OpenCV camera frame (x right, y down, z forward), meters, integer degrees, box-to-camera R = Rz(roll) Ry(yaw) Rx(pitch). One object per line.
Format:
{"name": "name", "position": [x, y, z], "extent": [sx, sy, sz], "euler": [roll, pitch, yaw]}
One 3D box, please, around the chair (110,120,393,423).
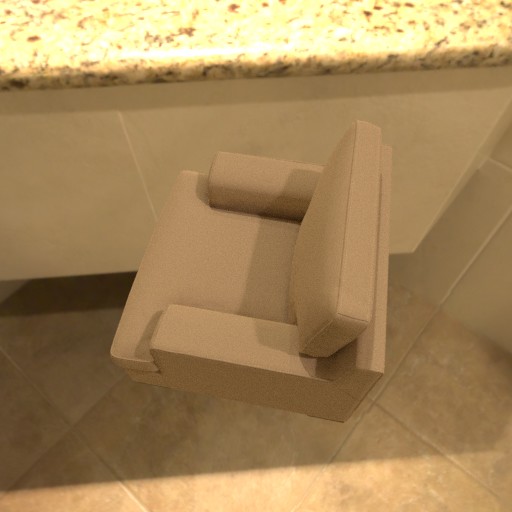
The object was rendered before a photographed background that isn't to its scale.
{"name": "chair", "position": [0.000, 0.000, 2.146], "extent": [1.274, 1.005, 1.293], "euler": [3, 57, 2]}
